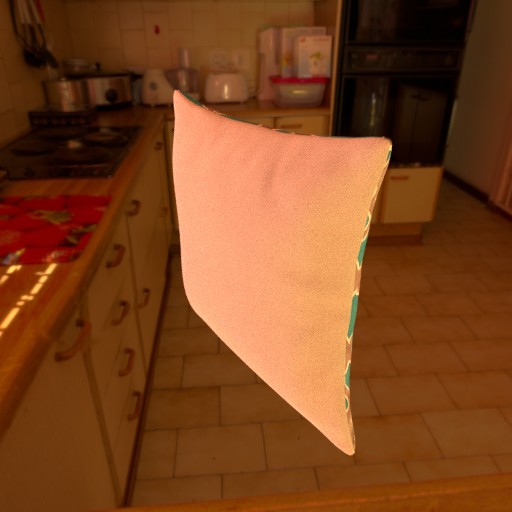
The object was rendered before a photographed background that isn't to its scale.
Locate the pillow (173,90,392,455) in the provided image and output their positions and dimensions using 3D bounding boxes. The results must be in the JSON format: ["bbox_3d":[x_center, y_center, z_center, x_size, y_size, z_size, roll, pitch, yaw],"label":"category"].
[{"bbox_3d":[0.000,0.000,0.785,0.166,0.507,0.526,-18,32,-31],"label":"pillow"}]
